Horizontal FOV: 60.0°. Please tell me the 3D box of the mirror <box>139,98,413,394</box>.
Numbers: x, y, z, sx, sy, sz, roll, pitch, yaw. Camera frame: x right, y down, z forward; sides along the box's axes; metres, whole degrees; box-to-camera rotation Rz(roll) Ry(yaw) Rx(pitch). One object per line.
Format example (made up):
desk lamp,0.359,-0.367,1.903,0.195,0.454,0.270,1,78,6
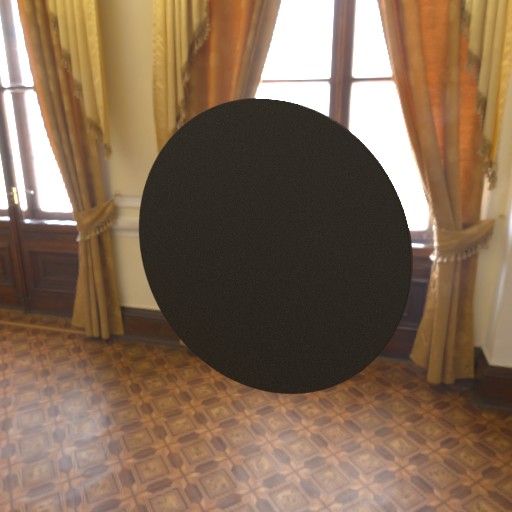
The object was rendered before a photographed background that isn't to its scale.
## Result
mirror,0.000,0.000,1.603,1.077,1.077,0.036,8,18,27
